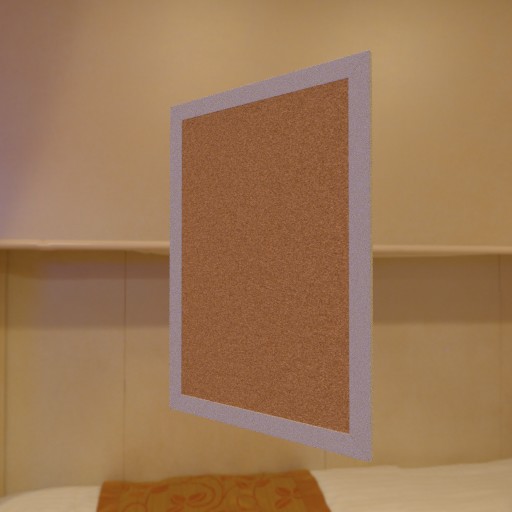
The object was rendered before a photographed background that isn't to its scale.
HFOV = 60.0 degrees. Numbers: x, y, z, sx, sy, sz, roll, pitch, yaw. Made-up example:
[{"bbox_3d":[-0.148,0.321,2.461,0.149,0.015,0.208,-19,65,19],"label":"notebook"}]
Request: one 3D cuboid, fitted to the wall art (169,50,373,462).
[{"bbox_3d":[0.000,0.000,0.843,0.454,0.659,0.011,-1,-1,35],"label":"wall art"}]
